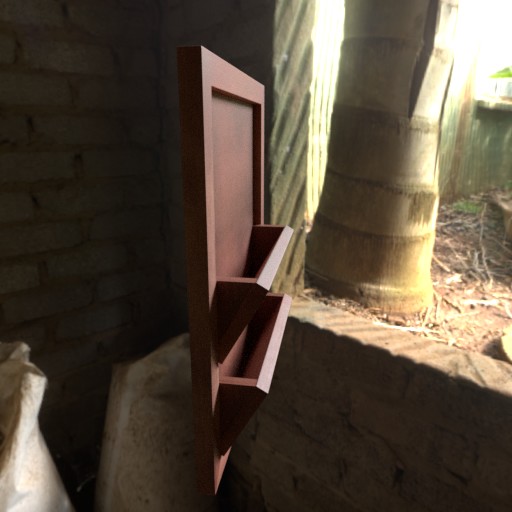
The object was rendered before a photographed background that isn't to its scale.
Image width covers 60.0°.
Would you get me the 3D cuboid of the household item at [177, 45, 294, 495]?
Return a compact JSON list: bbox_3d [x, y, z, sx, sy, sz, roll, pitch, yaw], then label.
[{"bbox_3d":[0.000,0.000,0.526,0.067,0.407,0.310,3,16,9],"label":"household item"}]
